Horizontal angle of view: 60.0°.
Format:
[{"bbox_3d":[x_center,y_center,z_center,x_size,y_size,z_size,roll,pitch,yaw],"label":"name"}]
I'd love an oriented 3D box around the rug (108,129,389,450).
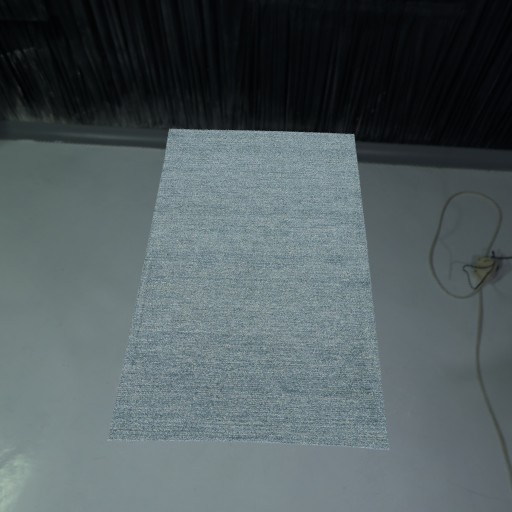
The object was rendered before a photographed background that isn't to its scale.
[{"bbox_3d":[0.000,0.000,2.319,1.174,0.022,1.853,2,59,1],"label":"rug"}]
